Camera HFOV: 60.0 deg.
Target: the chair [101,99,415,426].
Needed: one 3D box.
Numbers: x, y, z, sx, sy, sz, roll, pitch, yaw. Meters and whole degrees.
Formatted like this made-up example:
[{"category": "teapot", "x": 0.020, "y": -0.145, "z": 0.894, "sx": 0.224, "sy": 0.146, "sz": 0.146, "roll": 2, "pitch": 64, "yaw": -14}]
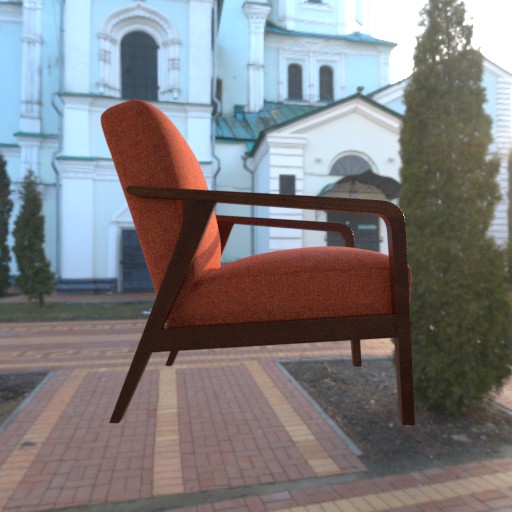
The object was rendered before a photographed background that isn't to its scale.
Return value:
[{"category": "chair", "x": 0.000, "y": 0.000, "z": 1.487, "sx": 0.860, "sy": 0.890, "sz": 0.719, "roll": 0, "pitch": -1, "yaw": 1}]
